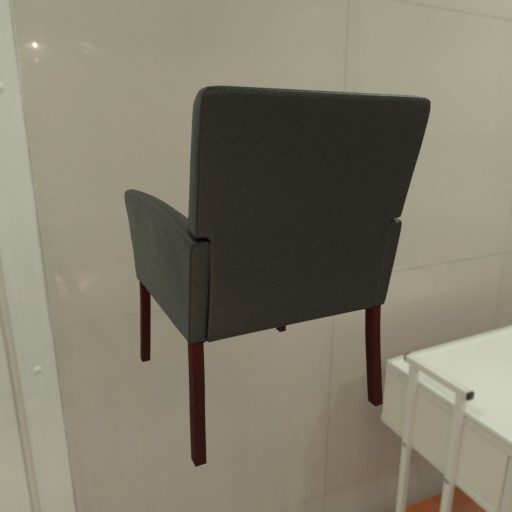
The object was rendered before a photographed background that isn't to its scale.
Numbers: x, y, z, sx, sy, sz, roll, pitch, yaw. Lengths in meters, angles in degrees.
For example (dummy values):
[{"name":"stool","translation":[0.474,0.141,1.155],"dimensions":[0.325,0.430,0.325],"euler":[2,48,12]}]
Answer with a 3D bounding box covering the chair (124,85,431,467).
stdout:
[{"name":"chair","translation":[0.000,0.000,1.444],"dimensions":[0.683,0.951,0.772],"euler":[-7,17,-25]}]
